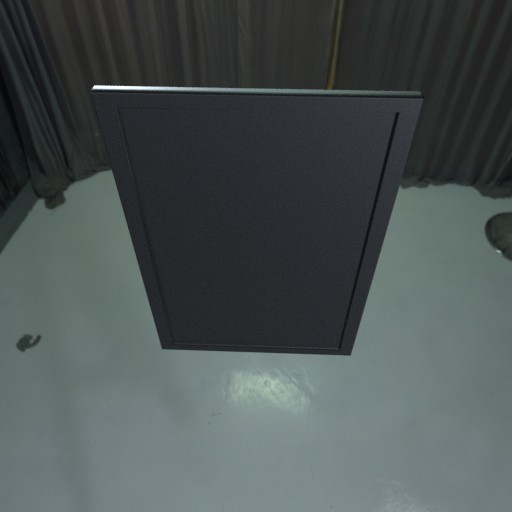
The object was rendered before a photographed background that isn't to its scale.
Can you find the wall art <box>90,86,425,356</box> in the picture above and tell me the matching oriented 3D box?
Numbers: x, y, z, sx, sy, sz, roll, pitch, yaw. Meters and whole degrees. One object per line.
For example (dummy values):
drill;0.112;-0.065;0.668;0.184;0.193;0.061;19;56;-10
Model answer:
wall art;0.000;0.000;0.560;0.303;0.431;0.013;2;46;2
